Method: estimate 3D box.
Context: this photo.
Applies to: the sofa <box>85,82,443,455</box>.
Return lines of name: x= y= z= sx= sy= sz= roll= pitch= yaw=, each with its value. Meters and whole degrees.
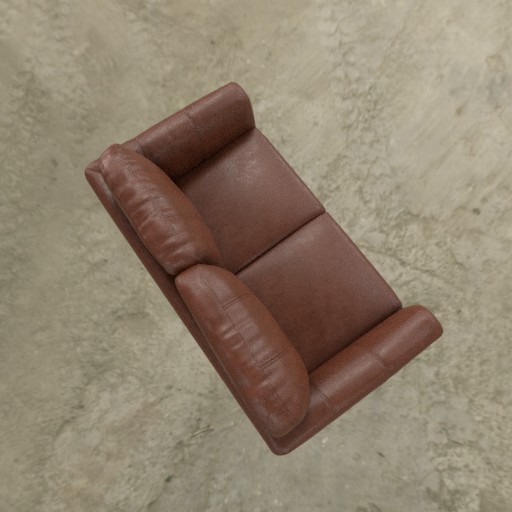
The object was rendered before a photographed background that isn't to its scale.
sofa: x=0.000 y=0.000 z=1.898 sx=0.805 sy=0.906 sz=1.406 roll=-35 pitch=77 yaw=-9
